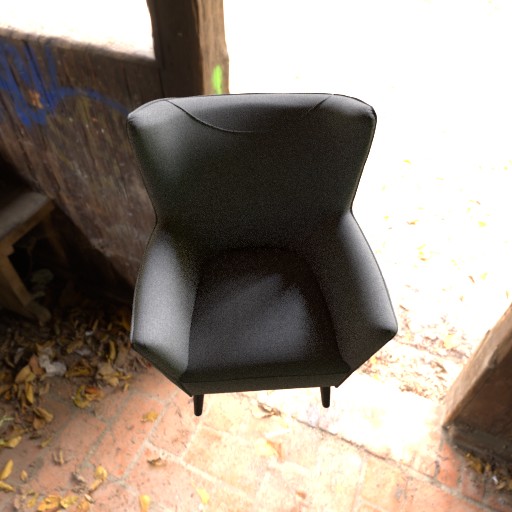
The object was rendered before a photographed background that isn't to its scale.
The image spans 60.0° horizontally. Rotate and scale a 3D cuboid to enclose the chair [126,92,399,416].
[{"bbox_3d":[0.000,0.000,1.592,0.781,0.933,0.888,-3,47,-3],"label":"chair"}]
